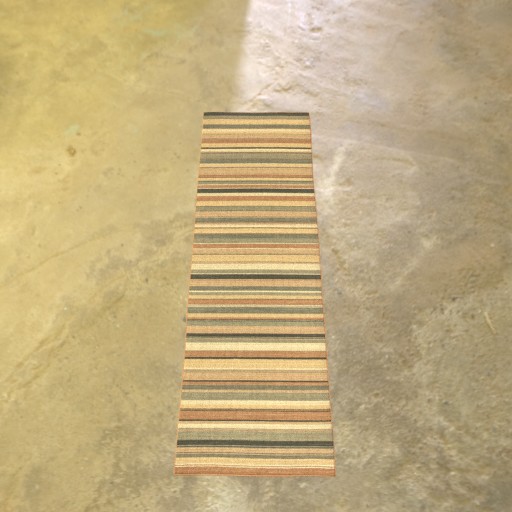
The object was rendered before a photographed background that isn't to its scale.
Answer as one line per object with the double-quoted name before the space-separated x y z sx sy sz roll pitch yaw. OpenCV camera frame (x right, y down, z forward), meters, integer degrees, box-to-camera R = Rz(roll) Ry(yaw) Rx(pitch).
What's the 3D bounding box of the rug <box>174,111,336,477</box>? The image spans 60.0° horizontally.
"rug" 0.000 0.000 2.741 0.799 0.010 2.444 0 62 0
